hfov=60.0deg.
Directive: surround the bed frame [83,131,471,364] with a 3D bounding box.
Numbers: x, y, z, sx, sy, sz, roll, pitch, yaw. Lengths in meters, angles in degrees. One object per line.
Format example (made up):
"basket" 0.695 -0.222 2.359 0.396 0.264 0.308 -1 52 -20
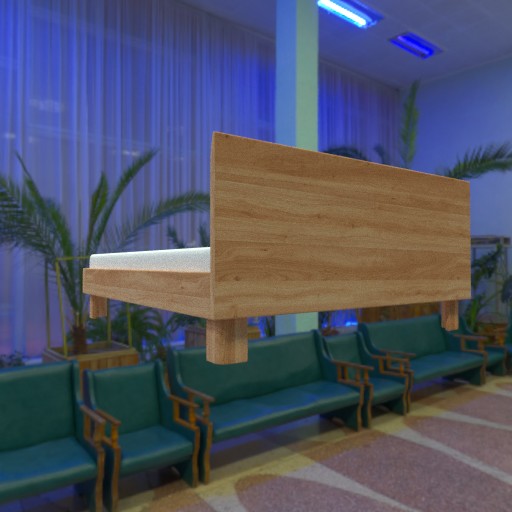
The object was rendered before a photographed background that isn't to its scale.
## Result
"bed frame" 0.000 0.000 3.139 1.872 0.940 2.092 1 -1 -35
